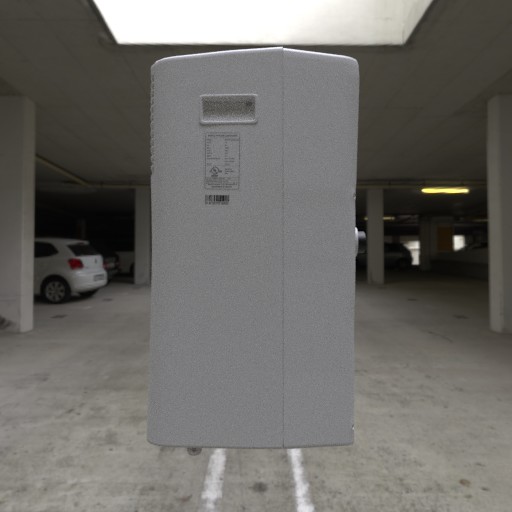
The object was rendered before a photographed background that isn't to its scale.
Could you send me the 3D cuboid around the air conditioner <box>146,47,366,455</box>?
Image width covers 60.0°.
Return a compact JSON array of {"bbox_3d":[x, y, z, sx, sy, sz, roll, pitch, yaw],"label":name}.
[{"bbox_3d":[0.000,0.000,0.789,0.349,0.606,0.304,0,-2,0],"label":"air conditioner"}]
